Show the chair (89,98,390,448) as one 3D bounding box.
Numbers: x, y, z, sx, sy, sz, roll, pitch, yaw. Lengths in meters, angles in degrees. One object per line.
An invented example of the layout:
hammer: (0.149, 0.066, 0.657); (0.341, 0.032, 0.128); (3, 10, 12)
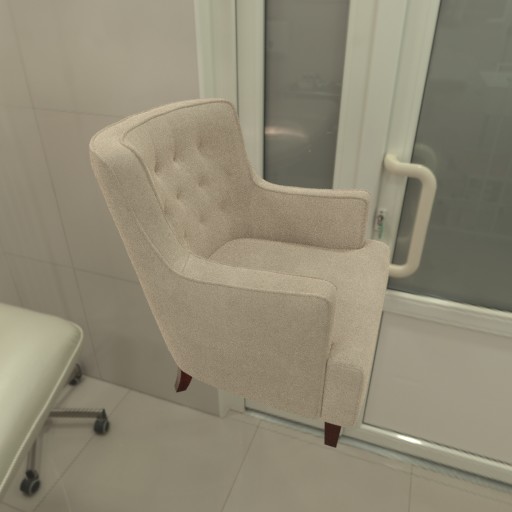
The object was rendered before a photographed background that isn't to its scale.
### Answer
chair: (0.000, 0.000, 1.578); (0.910, 0.920, 0.781); (11, 33, 17)
